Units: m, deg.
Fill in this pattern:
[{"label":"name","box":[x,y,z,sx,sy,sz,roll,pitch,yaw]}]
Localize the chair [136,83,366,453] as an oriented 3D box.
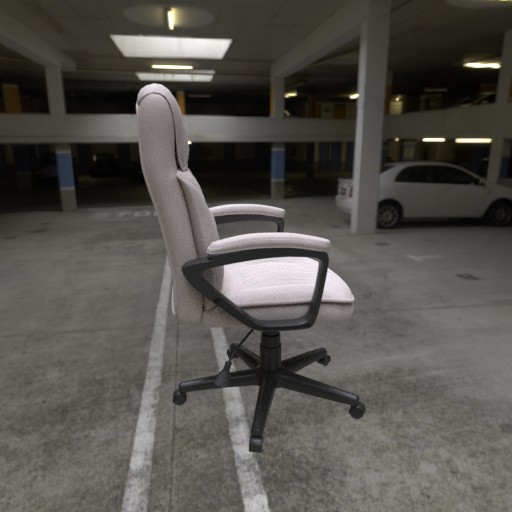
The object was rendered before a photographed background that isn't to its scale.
[{"label":"chair","box":[0.000,0.000,1.552,0.724,1.105,0.667,-3,15,-9]}]
